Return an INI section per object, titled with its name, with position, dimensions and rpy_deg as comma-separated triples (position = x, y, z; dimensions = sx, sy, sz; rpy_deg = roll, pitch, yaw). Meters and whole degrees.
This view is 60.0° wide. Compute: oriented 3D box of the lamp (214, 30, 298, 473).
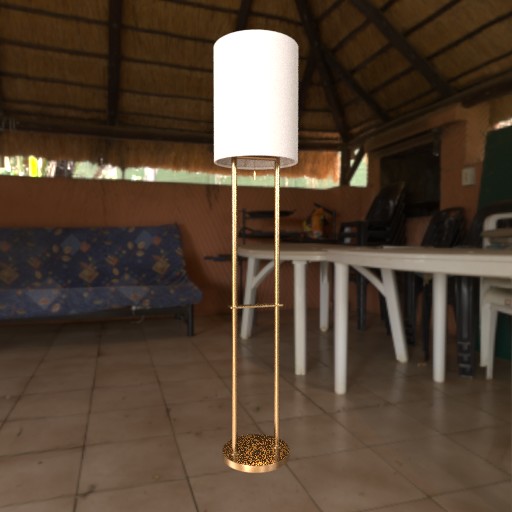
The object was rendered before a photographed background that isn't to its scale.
[lamp]
position = 0.000, 0.000, 1.636
dimensions = 0.306, 1.500, 0.305
rpy_deg = -1, 2, -19
